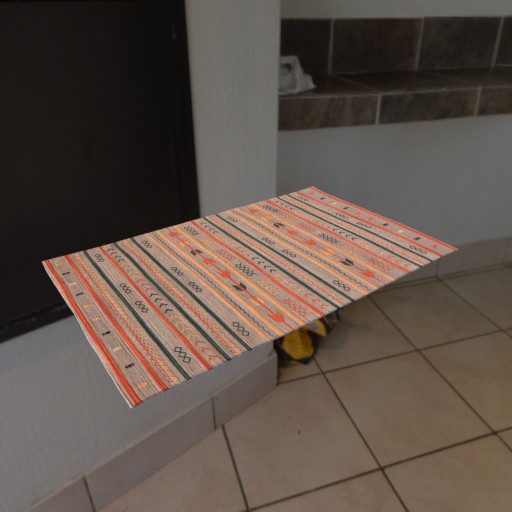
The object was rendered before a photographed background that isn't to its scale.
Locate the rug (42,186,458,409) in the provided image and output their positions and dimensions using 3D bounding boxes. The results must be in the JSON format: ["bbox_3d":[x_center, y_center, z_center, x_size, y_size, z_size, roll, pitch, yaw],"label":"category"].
[{"bbox_3d":[0.000,0.000,3.053,2.439,0.029,1.537,-20,35,-31],"label":"rug"}]
